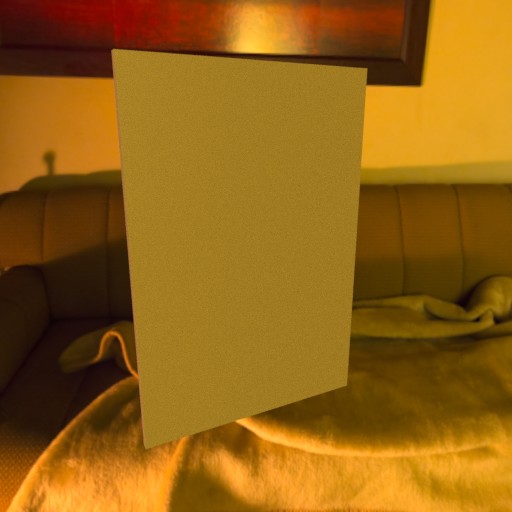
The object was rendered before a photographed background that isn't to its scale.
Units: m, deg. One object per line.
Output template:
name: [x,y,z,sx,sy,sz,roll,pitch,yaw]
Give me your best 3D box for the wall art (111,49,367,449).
wall art: [0.000,0.000,0.582,0.325,0.474,0.010,-8,18,-26]
